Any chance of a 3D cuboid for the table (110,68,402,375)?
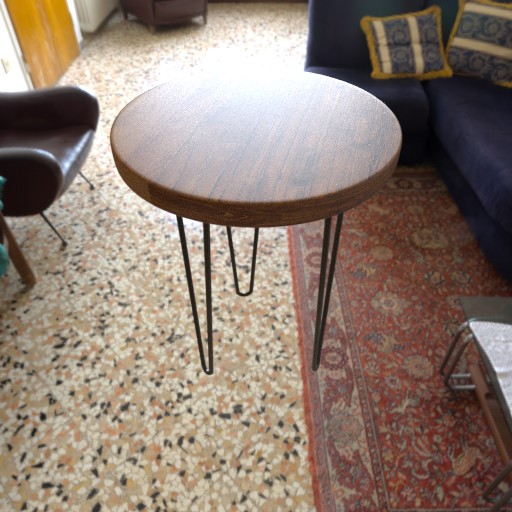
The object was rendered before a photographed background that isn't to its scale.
[{"bbox_3d":[0.000,0.000,0.796,0.400,0.520,0.400,0,43,0],"label":"table"}]
